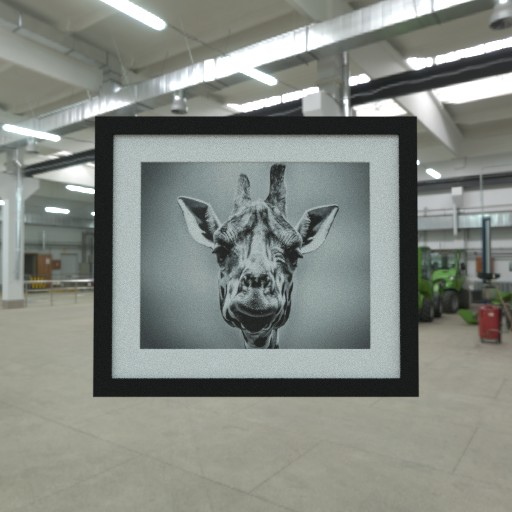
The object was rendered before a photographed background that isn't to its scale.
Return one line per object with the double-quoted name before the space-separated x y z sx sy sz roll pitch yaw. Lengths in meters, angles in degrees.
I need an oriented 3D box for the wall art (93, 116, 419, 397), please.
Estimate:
"wall art" 0.000 0.000 0.536 0.381 0.330 0.031 0 -1 0
